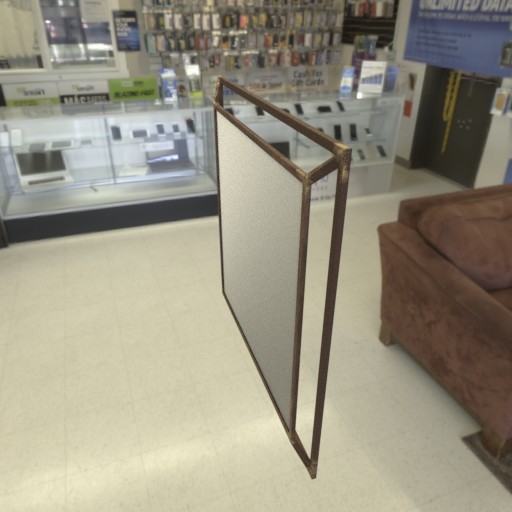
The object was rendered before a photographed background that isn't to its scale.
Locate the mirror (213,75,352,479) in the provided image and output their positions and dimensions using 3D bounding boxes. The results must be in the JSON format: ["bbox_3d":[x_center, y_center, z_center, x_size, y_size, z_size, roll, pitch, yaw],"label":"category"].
[{"bbox_3d":[0.000,0.000,0.906,0.032,0.610,0.610,-9,31,-16],"label":"mirror"}]
